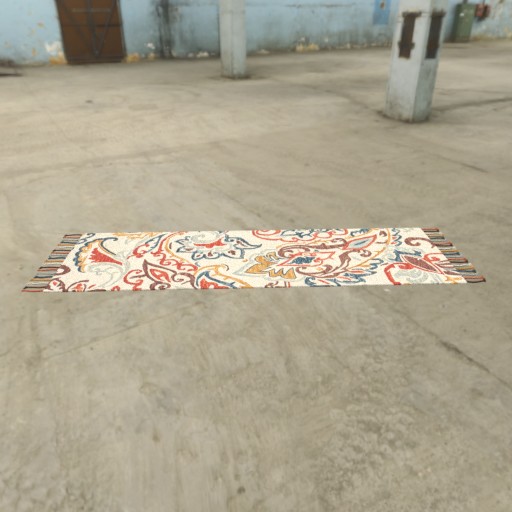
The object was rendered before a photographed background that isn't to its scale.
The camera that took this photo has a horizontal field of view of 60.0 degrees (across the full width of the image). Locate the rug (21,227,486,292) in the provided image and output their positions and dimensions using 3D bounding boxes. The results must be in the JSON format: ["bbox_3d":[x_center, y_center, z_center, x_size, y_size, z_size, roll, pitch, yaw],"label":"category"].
[{"bbox_3d":[0.000,0.000,2.874,2.682,0.015,0.763,-1,28,-2],"label":"rug"}]
